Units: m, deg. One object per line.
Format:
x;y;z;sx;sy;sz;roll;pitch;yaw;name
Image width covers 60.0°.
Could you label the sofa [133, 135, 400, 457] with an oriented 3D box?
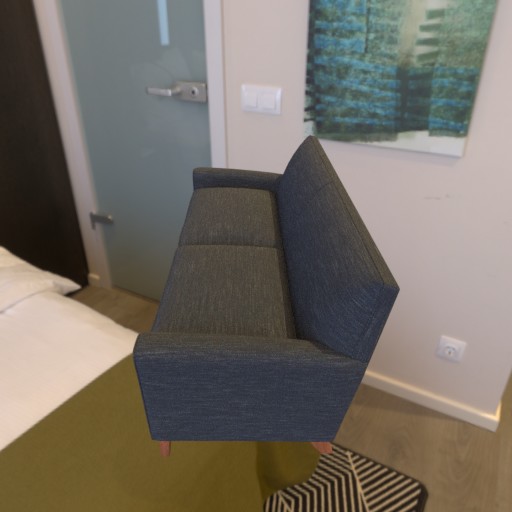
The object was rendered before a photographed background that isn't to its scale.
0.000;0.000;2.412;0.875;0.846;1.976;0;29;-1;sofa
